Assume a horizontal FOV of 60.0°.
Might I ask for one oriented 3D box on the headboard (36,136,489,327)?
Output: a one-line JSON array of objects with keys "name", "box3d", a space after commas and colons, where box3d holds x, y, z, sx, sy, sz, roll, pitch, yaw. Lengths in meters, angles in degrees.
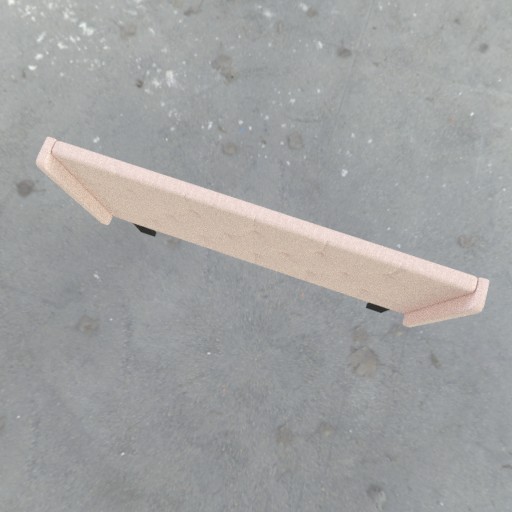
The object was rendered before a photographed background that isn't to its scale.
[{"name": "headboard", "box3d": [0.000, 0.000, 2.672, 2.051, 1.524, 0.184, 19, 78, 4]}]
